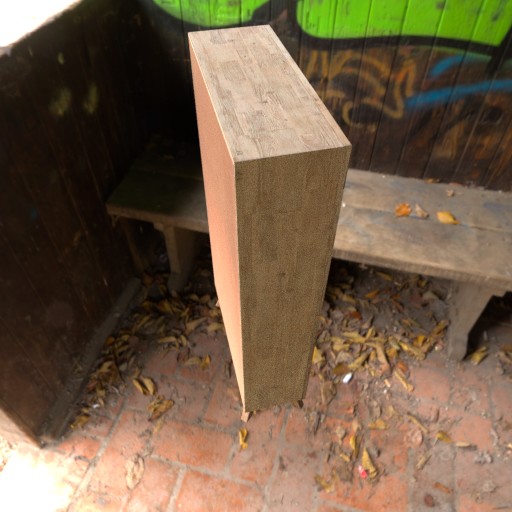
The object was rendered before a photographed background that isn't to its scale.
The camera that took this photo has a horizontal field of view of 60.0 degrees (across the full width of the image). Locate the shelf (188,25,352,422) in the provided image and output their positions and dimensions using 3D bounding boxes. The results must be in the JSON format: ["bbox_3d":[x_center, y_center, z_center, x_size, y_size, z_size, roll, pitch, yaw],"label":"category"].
[{"bbox_3d":[0.000,0.000,1.785,0.308,1.471,0.748,-10,48,-9],"label":"shelf"}]
